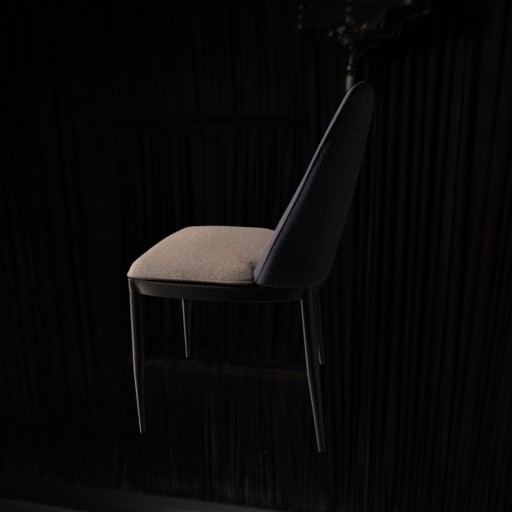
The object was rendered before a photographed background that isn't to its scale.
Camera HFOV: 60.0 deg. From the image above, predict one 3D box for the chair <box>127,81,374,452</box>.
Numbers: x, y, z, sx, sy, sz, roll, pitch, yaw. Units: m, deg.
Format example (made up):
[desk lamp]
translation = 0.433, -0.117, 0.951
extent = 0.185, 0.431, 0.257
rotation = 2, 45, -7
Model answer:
[chair]
translation = 0.000, 0.000, 1.178
extent = 0.551, 0.839, 0.480
rotation = 2, 15, 8
